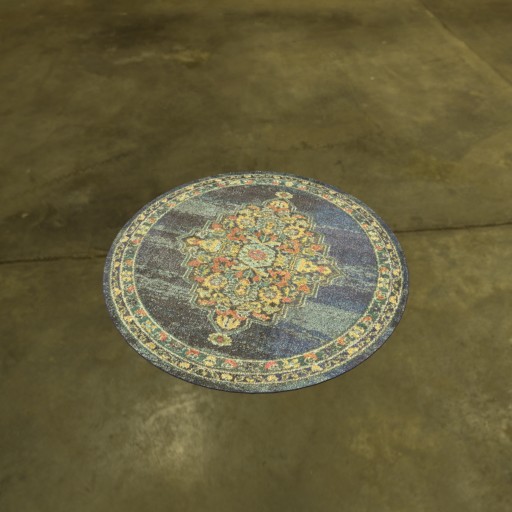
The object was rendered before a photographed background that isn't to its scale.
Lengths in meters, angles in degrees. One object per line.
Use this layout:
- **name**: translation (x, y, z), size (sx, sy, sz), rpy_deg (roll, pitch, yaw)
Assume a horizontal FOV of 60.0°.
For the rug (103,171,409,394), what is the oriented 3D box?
- **rug**: translation (0.000, 0.000, 2.368), size (1.591, 0.010, 1.591), rpy_deg (0, 45, 0)
